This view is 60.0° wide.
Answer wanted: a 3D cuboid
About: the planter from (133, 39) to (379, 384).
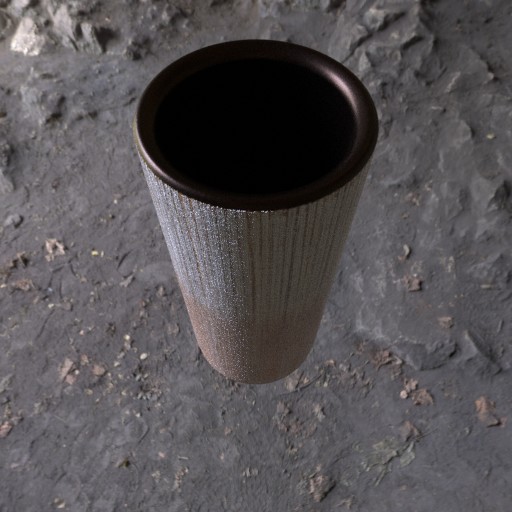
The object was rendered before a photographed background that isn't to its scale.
[{"bbox_3d":[0.000,0.000,0.276,0.100,0.227,0.100,-15,60,-9],"label":"planter"}]
